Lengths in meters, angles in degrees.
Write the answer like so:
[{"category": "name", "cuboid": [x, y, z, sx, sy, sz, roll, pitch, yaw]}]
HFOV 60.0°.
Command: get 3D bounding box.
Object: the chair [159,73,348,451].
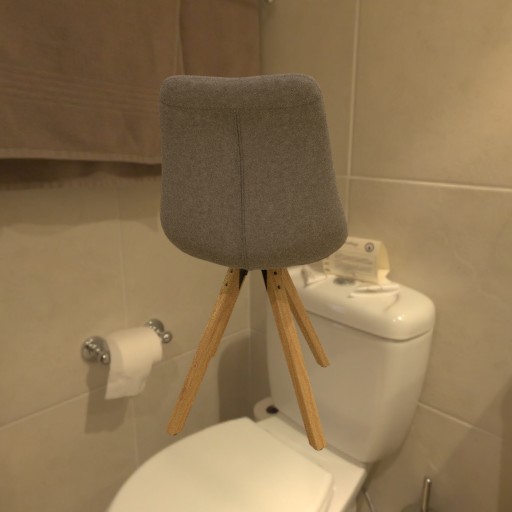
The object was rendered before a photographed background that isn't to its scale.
[{"category": "chair", "cuboid": [0.000, 0.000, 1.211, 0.483, 0.865, 0.550, 2, 16, 8]}]
